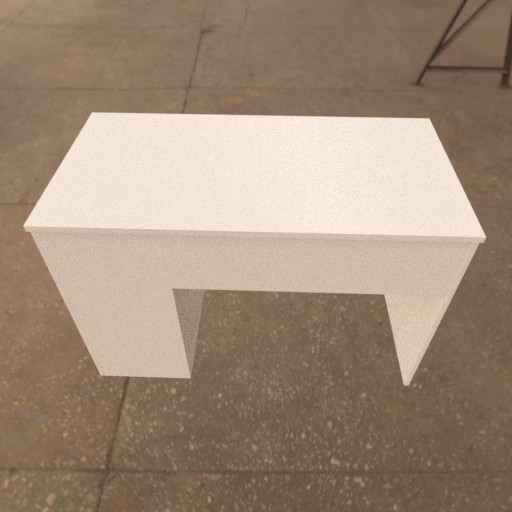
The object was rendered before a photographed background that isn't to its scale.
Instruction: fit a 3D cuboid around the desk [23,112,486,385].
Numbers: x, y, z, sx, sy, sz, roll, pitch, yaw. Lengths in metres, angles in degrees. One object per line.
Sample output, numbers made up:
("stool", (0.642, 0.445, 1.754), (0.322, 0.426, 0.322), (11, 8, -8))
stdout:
("desk", (0.000, 0.000, 1.506), (1.097, 0.735, 0.560), (1, 46, 1))
